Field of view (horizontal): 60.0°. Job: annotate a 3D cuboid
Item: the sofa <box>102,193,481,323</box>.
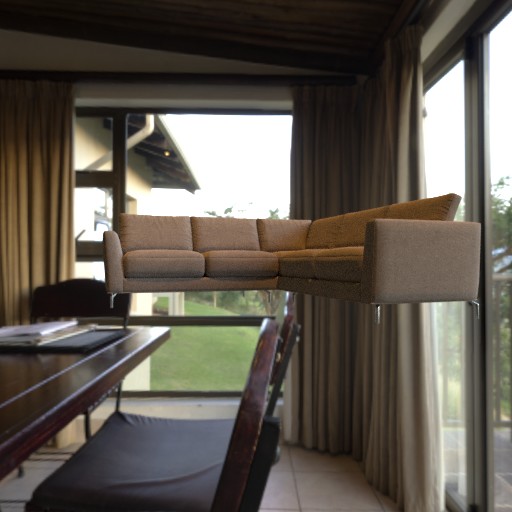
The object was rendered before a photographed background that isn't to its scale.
[{"bbox_3d":[0.000,0.000,3.704,2.438,0.864,2.438,0,-1,-19],"label":"sofa"}]
